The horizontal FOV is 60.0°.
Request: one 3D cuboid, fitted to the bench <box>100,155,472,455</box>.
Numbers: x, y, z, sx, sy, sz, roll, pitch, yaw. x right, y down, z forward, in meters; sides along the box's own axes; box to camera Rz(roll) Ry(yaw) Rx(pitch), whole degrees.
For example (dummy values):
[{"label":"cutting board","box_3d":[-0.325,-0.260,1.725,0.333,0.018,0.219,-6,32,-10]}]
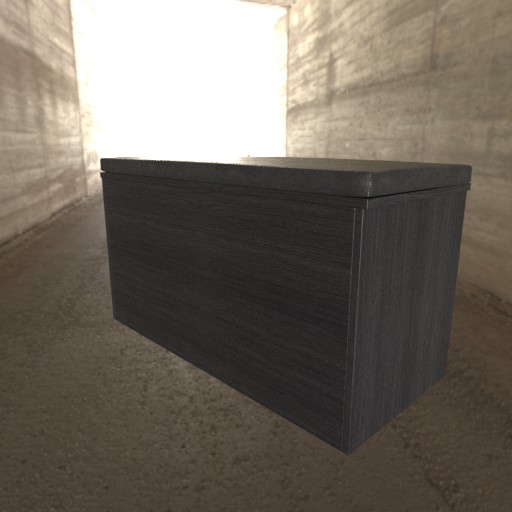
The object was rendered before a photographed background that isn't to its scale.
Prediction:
[{"label":"bench","box_3d":[0.000,0.000,1.170,0.401,0.501,0.905,-13,20,-42]}]
